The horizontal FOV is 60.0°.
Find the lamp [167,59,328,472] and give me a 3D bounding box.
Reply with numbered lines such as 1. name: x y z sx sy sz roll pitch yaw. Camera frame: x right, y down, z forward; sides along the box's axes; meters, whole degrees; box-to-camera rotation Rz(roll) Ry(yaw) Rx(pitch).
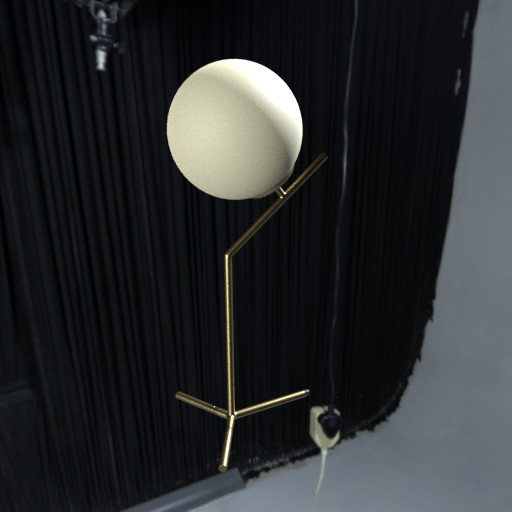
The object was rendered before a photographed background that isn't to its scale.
1. lamp: 0.000 0.000 0.681 0.251 0.552 0.210 -8 18 -26
